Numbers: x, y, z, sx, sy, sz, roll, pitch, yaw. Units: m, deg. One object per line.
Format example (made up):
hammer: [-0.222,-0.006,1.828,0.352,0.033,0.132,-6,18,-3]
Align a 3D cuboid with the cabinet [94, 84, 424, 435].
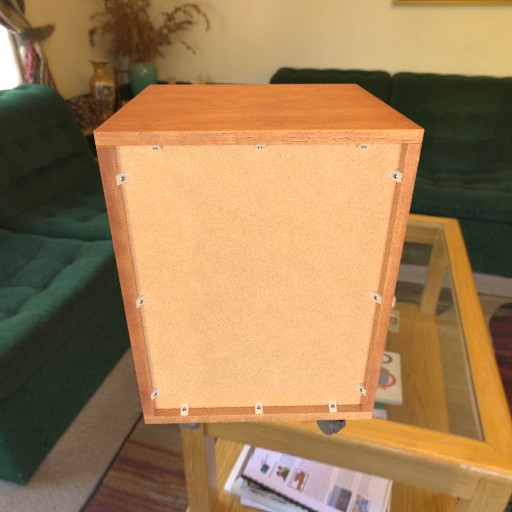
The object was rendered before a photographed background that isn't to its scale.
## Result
cabinet: [0.000,0.000,0.862,0.409,0.579,0.401,-1,29,-1]
